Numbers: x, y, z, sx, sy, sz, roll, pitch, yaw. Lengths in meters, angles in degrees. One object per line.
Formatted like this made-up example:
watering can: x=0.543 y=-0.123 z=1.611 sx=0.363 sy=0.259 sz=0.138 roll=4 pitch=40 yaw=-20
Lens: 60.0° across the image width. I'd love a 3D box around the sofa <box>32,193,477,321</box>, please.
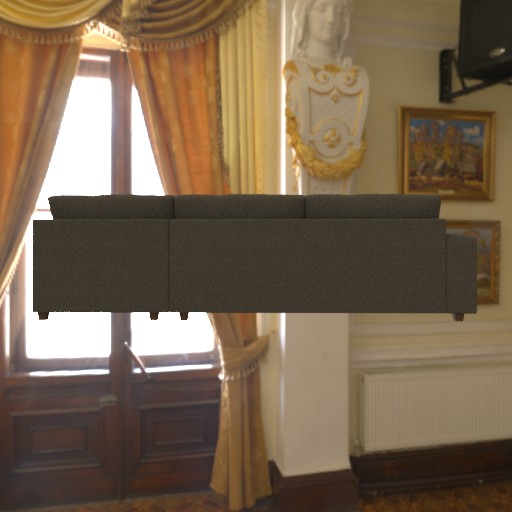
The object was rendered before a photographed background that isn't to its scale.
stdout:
sofa: x=0.000 y=0.000 z=4.700 sx=3.277 sy=0.965 sz=2.895 roll=0 pitch=0 yaw=1
